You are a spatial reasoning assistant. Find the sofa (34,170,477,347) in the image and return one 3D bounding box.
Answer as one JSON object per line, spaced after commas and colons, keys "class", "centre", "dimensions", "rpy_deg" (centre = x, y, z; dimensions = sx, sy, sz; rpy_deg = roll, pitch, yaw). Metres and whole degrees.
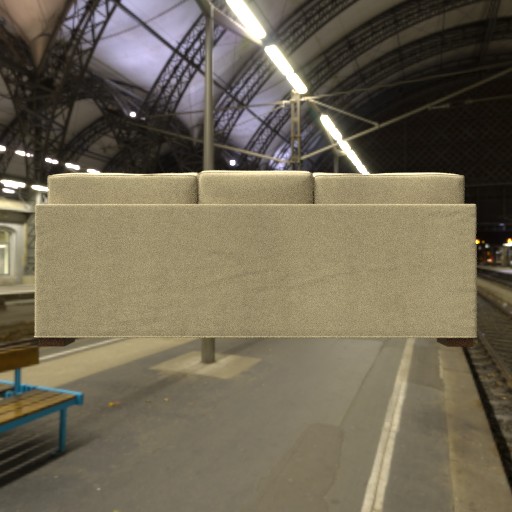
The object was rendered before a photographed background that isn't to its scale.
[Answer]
{"class": "sofa", "centre": [0.000, 0.000, 2.540], "dimensions": [2.093, 0.862, 0.936], "rpy_deg": [0, 0, 0]}
